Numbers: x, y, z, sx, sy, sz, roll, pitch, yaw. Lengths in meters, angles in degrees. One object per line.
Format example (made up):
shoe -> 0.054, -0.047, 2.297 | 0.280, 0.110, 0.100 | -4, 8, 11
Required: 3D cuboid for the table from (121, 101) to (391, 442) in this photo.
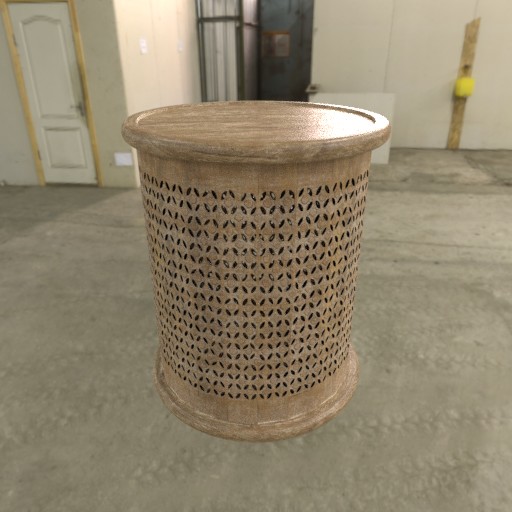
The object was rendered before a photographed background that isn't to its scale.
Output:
table -> 0.000, 0.000, 0.793 | 0.407, 0.482, 0.407 | 0, 26, 0
